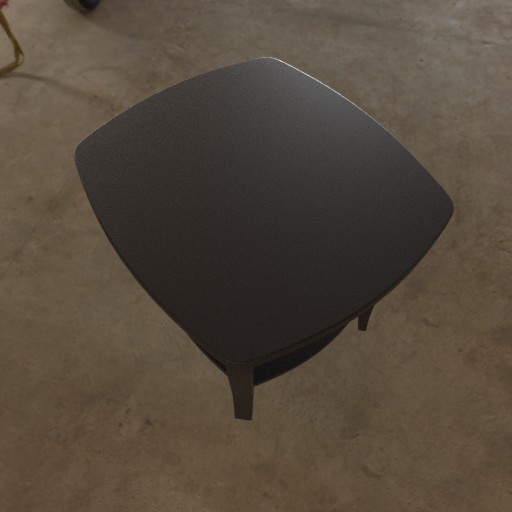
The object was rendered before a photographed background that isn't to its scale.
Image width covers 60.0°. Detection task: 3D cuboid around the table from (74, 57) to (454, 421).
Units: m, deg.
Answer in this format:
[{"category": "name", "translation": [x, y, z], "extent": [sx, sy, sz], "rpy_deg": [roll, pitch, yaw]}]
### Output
[{"category": "table", "translation": [0.000, 0.000, 0.853], "extent": [0.457, 0.457, 0.508], "rpy_deg": [-33, 64, -18]}]
